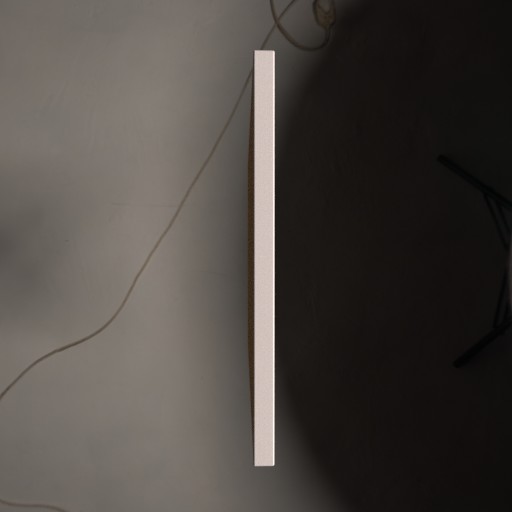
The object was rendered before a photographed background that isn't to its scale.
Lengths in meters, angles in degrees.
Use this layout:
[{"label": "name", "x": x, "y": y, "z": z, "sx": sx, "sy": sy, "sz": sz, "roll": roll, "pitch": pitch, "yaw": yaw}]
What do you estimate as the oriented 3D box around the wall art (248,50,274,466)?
[{"label": "wall art", "x": 0.000, "y": 0.000, "z": 1.583, "sx": 0.046, "sy": 1.221, "sz": 0.914, "roll": 0, "pitch": 91, "yaw": -2}]
